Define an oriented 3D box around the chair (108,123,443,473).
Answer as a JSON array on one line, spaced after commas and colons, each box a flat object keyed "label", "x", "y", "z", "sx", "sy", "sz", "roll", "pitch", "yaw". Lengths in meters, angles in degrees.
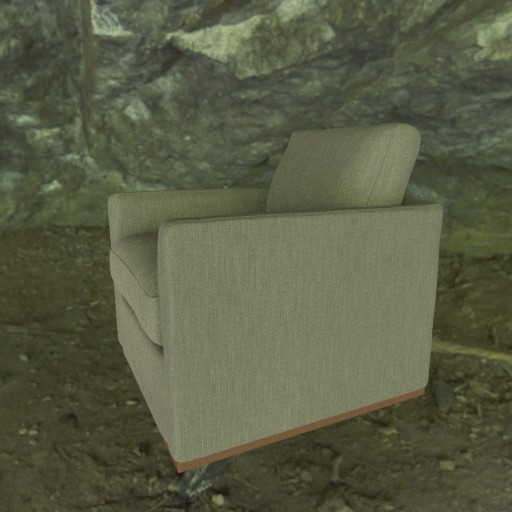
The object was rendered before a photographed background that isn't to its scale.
[{"label": "chair", "x": 0.000, "y": 0.000, "z": 1.424, "sx": 0.834, "sy": 0.811, "sz": 0.763, "roll": -6, "pitch": 15, "yaw": -25}]
